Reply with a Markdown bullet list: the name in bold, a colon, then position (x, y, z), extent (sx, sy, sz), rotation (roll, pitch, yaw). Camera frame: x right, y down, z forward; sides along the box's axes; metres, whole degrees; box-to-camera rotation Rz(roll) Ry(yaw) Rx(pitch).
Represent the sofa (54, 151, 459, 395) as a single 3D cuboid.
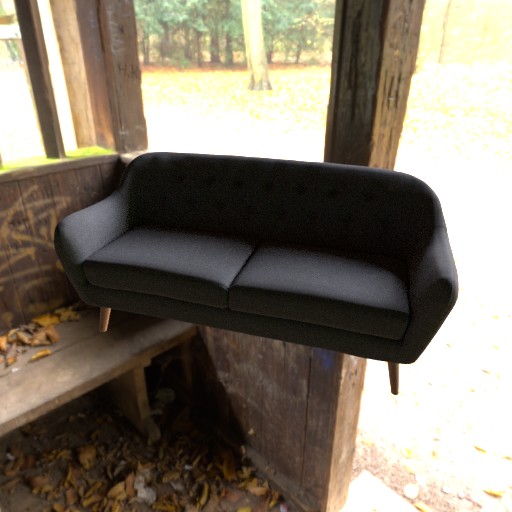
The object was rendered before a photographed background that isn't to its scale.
- **sofa**: position (0.000, 0.000, 2.267), extent (1.840, 0.820, 0.820), rotation (8, 28, 16)
